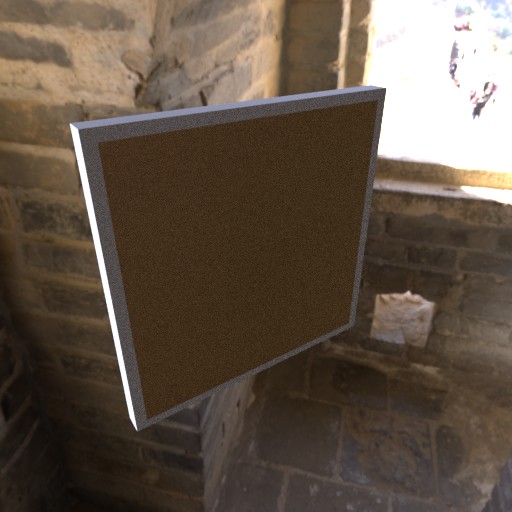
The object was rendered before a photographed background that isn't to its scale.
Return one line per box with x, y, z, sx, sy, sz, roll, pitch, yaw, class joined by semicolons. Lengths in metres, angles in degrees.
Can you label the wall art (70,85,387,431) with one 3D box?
0.000;0.000;0.762;0.508;0.507;0.035;-18;35;-29;wall art
